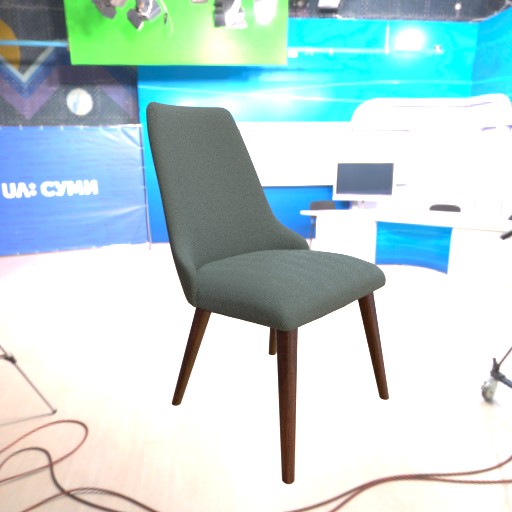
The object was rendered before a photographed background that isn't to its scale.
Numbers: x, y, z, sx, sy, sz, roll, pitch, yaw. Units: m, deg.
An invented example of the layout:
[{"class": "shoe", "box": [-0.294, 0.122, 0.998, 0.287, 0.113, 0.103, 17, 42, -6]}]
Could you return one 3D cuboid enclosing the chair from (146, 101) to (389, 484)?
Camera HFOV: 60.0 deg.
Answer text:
[{"class": "chair", "box": [0.000, 0.000, 1.363, 0.707, 0.918, 0.535, 13, 19, 42]}]
